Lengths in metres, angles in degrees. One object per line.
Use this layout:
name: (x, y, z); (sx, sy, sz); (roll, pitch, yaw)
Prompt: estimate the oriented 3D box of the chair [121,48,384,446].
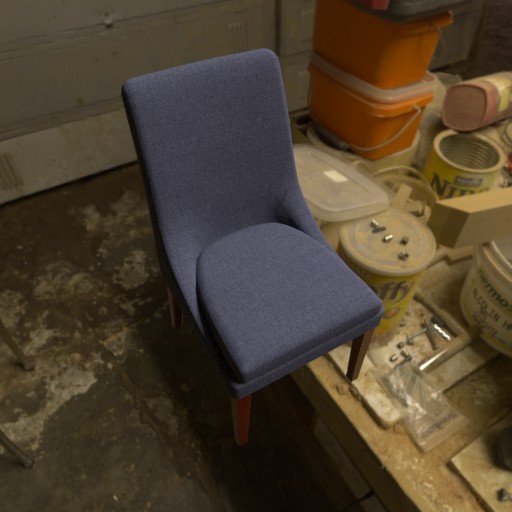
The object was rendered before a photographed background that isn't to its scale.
chair: (0.000, 0.000, 1.348); (0.508, 0.952, 0.655); (-22, 50, -20)
